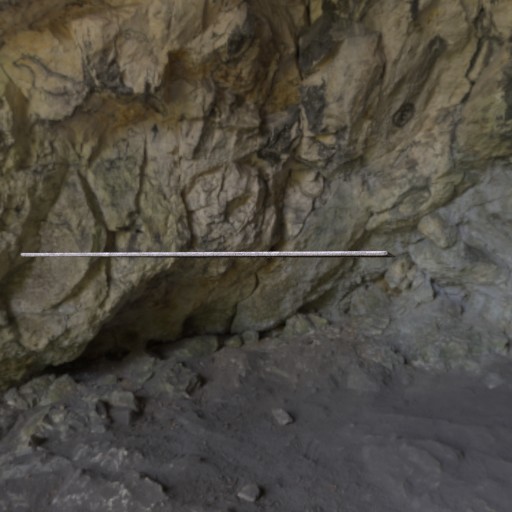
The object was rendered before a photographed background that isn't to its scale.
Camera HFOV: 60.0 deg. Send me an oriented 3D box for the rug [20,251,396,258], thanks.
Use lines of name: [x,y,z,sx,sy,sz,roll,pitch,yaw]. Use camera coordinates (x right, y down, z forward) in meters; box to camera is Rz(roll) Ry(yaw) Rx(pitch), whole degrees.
rug: [0.000,0.000,4.116,2.449,0.025,3.049,0,0,18]
